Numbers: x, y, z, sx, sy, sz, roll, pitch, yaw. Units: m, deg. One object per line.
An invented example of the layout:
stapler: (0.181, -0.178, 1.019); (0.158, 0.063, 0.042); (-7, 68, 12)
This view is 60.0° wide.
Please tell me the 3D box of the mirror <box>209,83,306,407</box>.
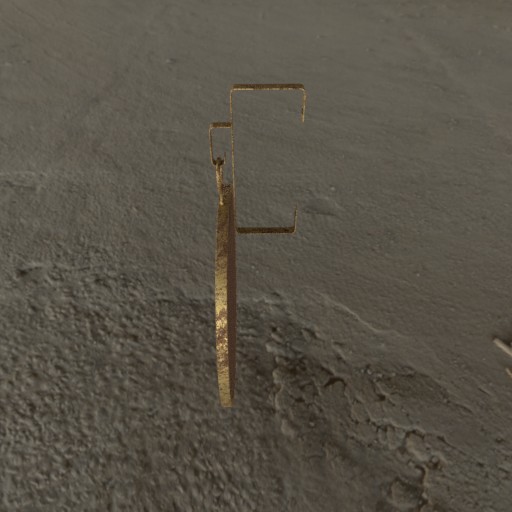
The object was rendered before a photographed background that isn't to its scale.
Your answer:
mirror: (0.000, 0.000, 0.854); (0.144, 0.651, 0.447); (-1, 41, -1)
